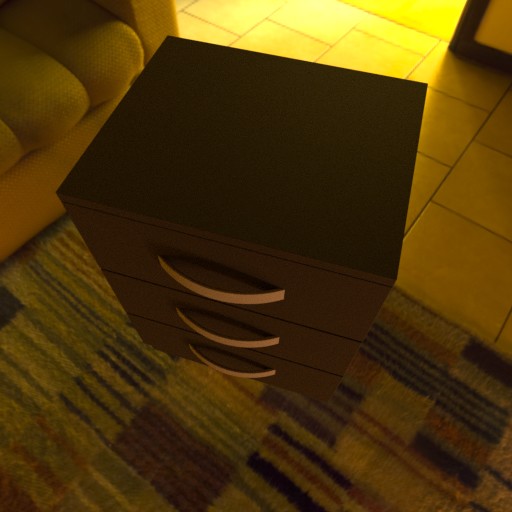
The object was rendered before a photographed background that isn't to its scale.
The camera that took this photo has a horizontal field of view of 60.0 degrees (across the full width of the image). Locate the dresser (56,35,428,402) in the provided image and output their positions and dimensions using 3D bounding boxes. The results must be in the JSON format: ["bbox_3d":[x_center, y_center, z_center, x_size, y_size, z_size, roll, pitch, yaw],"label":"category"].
[{"bbox_3d":[0.000,0.000,0.805,0.400,0.560,0.360,15,59,9],"label":"dresser"}]
